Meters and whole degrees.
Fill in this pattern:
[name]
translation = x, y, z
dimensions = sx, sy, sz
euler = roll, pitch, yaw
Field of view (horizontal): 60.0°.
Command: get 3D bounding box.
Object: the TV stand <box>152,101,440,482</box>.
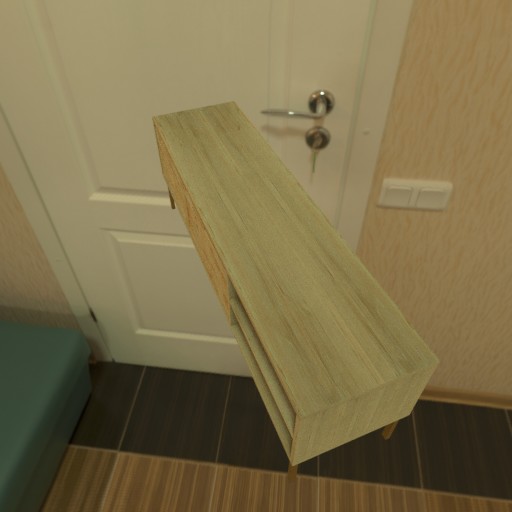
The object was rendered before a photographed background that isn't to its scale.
[TV stand]
translation = 0.000, 0.000, 1.855
dimensions = 0.420, 0.550, 1.600
euler = -16, 48, -15
